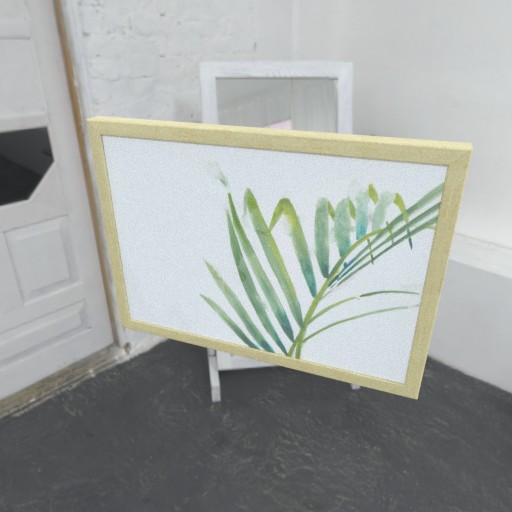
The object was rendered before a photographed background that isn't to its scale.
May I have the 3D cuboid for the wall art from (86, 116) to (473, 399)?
[{"bbox_3d":[0.000,0.000,0.682,0.533,0.381,0.032,10,29,18],"label":"wall art"}]
